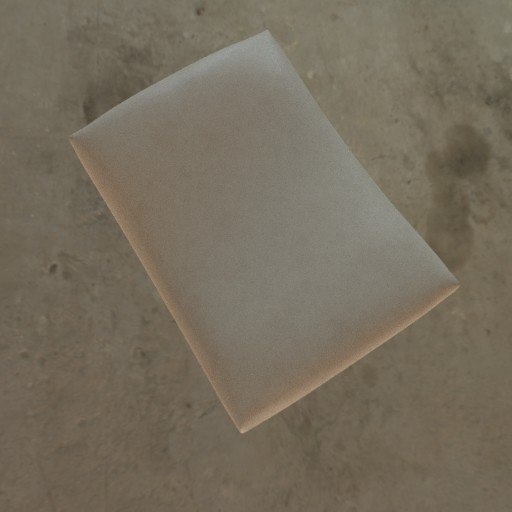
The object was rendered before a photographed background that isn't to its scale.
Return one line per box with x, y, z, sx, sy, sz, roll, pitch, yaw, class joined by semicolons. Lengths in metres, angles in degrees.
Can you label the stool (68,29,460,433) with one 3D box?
0.000;0.000;0.915;0.375;0.632;0.509;-32;78;-7;stool
